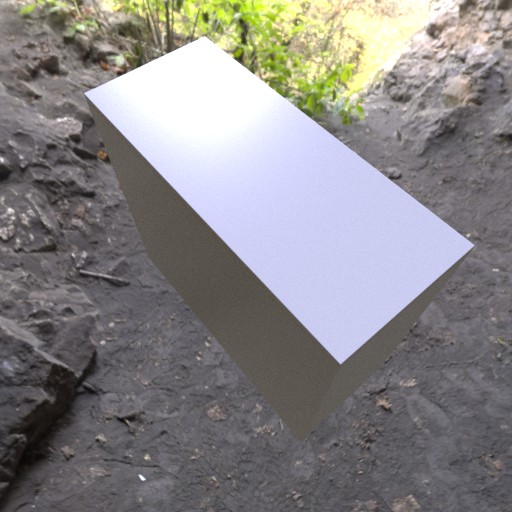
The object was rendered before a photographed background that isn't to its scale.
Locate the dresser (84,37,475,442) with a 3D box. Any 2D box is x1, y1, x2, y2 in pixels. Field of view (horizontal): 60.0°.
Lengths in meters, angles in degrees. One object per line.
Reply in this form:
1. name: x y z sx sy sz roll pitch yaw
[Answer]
1. dresser: 0.000 0.000 1.637 0.460 1.000 1.100 -35 65 -19
